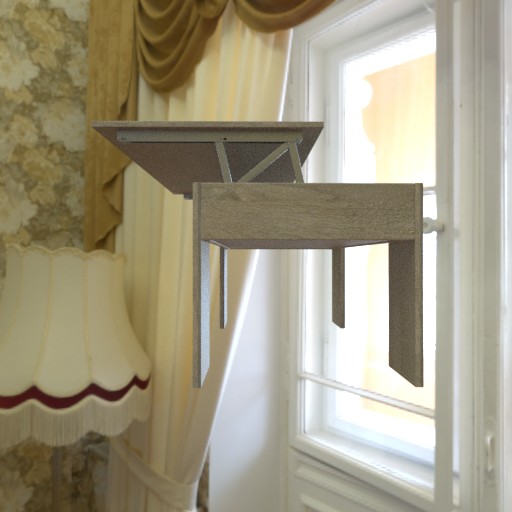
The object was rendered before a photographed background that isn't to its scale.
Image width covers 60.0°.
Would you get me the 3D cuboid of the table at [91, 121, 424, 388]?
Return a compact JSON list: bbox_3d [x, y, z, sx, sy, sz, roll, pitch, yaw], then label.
[{"bbox_3d":[0.000,0.000,1.443,0.711,0.570,1.000,0,0,-1],"label":"table"}]
